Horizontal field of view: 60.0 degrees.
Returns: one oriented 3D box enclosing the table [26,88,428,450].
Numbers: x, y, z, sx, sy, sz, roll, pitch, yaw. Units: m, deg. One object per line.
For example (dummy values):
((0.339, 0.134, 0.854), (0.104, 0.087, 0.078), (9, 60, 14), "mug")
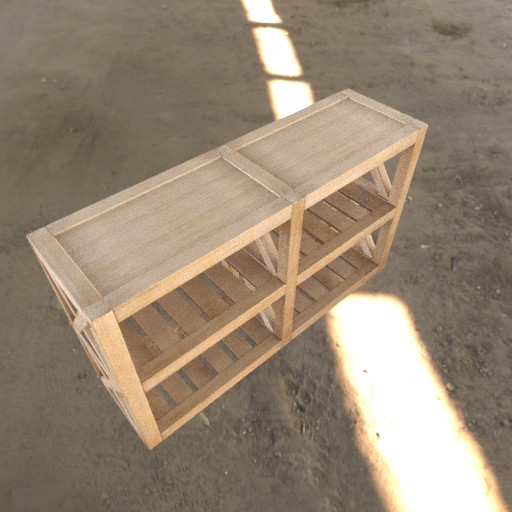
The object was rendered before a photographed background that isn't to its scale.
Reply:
((0.000, 0.000, 1.661), (1.320, 0.762, 0.381), (-32, 54, -27), "table")
